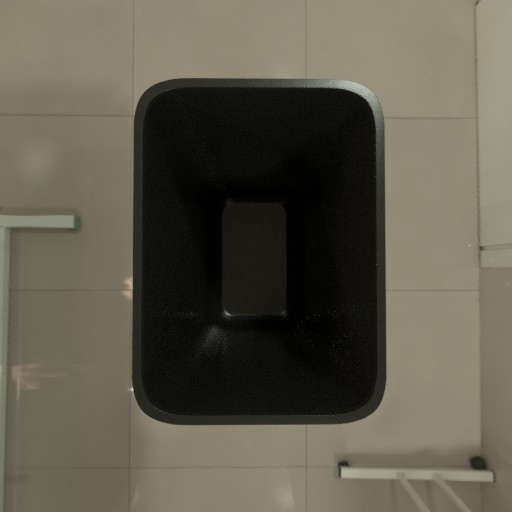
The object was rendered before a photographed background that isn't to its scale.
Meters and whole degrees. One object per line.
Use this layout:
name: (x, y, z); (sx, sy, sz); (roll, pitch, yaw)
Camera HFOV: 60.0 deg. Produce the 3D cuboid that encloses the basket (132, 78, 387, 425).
basket: (0.000, 0.000, 0.760); (0.287, 0.521, 0.394); (0, 88, -1)
